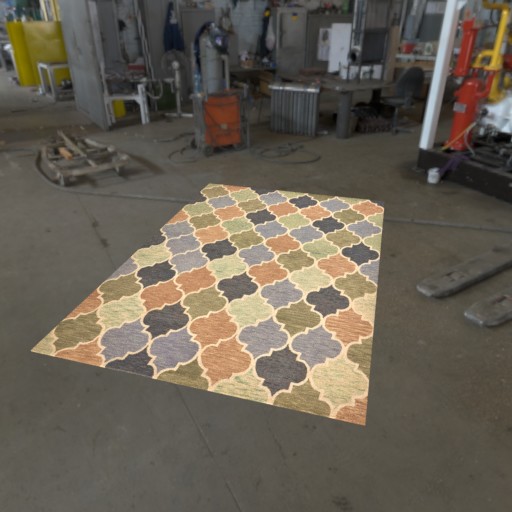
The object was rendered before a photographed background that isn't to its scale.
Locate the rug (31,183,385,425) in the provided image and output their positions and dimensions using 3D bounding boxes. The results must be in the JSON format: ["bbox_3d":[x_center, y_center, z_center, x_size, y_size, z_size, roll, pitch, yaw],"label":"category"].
[{"bbox_3d":[0.000,0.000,2.265,1.216,0.006,1.828,8,31,14],"label":"rug"}]
